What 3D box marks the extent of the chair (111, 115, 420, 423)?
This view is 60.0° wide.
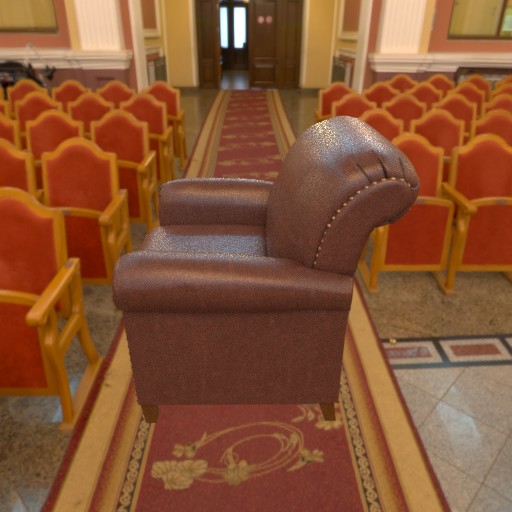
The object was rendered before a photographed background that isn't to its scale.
[{"bbox_3d":[0.000,0.000,1.625,0.890,0.927,0.854,0,27,0],"label":"chair"}]
